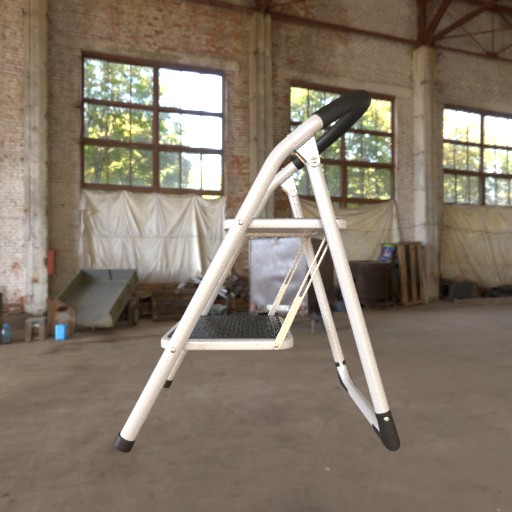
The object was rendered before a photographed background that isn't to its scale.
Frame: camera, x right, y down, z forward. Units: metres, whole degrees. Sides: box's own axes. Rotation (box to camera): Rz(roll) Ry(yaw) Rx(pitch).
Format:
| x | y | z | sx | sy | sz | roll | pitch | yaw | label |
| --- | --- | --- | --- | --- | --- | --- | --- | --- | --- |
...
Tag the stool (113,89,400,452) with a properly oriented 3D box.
| x | y | z | sx | sy | sz | roll | pitch | yaw | label |
| --- | --- | --- | --- | --- | --- | --- | --- | --- | --- |
| 0.000 | 0.000 | 1.074 | 0.559 | 0.760 | 0.453 | 0 | 0 | -1 | stool |
